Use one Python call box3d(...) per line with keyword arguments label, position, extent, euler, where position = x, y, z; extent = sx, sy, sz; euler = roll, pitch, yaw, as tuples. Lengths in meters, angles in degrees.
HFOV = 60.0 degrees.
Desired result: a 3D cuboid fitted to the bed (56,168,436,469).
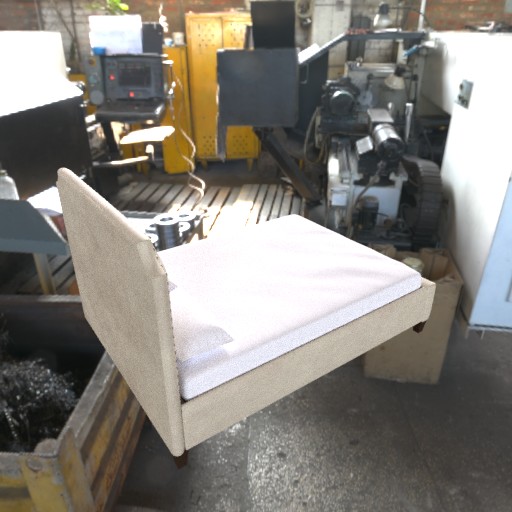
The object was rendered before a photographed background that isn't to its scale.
box3d(label="bed", position=(0.000, 0.000, 3.423), extent=(2.372, 1.443, 1.712), euler=(-18, 32, -31))
